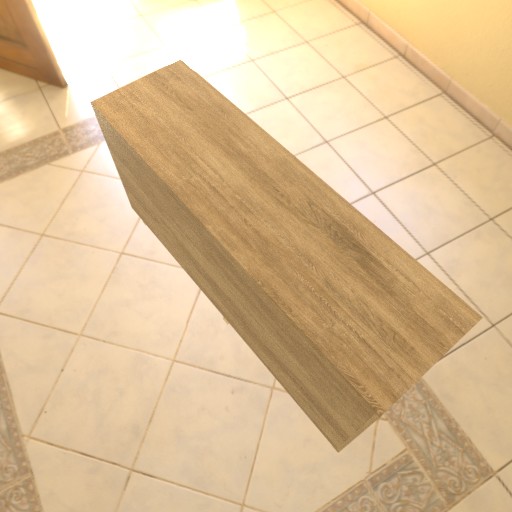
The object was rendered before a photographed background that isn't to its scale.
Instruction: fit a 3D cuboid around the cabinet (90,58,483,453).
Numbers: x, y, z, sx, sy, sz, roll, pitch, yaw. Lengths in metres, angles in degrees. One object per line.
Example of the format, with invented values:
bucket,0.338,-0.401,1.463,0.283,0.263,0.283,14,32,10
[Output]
cabinet,0.000,0.000,1.947,0.450,0.870,1.600,-35,65,-19
